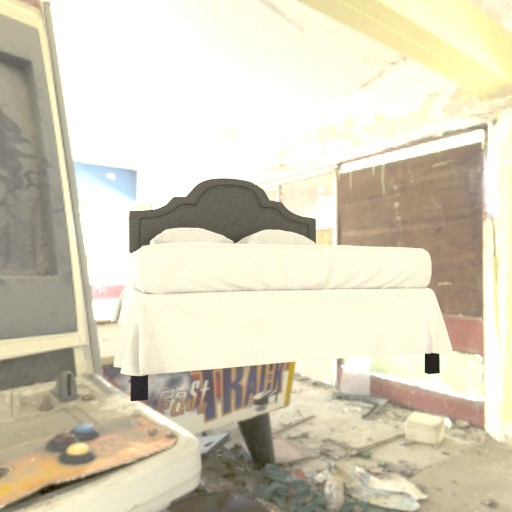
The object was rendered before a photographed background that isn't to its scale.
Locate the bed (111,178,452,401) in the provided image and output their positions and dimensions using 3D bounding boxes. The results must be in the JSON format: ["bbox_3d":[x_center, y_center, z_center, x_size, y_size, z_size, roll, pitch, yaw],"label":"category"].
[{"bbox_3d":[0.000,0.000,3.690,2.303,1.631,2.222,0,-1,-18],"label":"bed"}]
